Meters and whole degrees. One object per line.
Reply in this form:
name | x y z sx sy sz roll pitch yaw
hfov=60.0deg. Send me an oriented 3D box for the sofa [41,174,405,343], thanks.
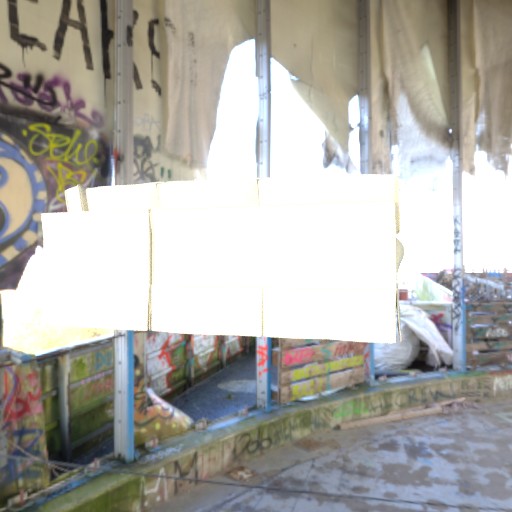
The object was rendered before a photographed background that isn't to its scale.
sofa | 0.000 0.000 4.152 2.591 1.070 2.597 0 -1 17
